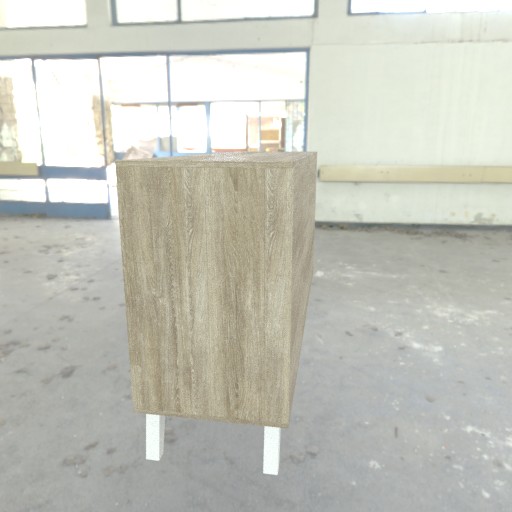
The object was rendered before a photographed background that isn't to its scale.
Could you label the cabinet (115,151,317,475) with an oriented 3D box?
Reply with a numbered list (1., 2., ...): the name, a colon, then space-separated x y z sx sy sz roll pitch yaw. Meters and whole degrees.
1. cabinet: 0.000 0.000 1.944 0.450 0.870 1.600 2 14 9
